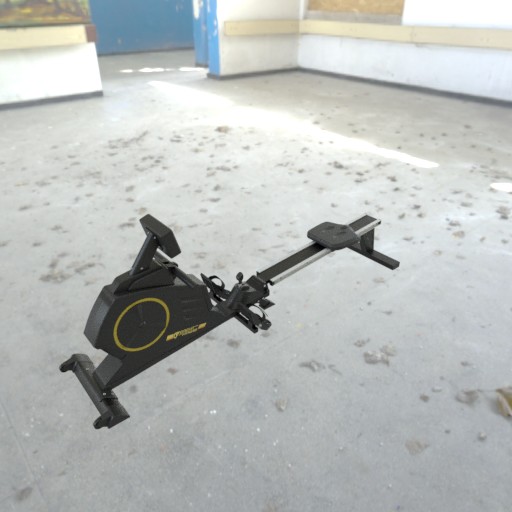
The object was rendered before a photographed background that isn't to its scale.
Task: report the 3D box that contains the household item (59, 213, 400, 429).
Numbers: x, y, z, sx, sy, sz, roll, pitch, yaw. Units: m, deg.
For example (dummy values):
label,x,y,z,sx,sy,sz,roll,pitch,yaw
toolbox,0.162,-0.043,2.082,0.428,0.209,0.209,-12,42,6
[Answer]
label,x,y,z,sx,sy,sz,roll,pitch,yaw
household item,0.000,0.000,2.566,2.251,0.810,0.521,-23,38,-33
